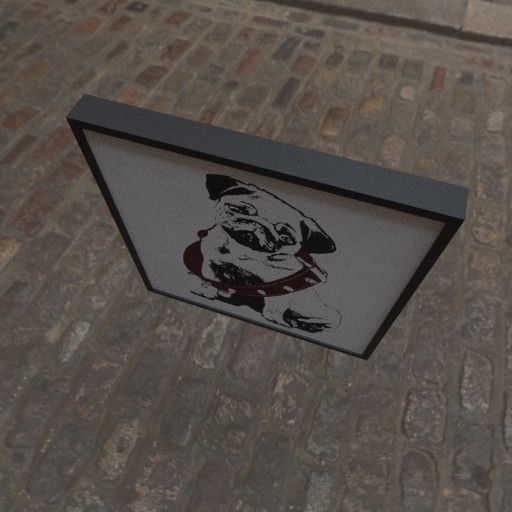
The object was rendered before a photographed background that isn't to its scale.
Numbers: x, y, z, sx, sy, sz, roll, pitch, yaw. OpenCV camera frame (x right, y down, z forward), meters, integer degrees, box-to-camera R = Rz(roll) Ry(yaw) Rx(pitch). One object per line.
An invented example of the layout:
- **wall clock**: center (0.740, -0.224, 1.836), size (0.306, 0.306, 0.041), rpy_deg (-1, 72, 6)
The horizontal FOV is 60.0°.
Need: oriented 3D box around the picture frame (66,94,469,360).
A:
- **picture frame**: center (0.000, 0.000, 0.478), size (0.317, 0.317, 0.030), rpy_deg (16, 61, 9)
